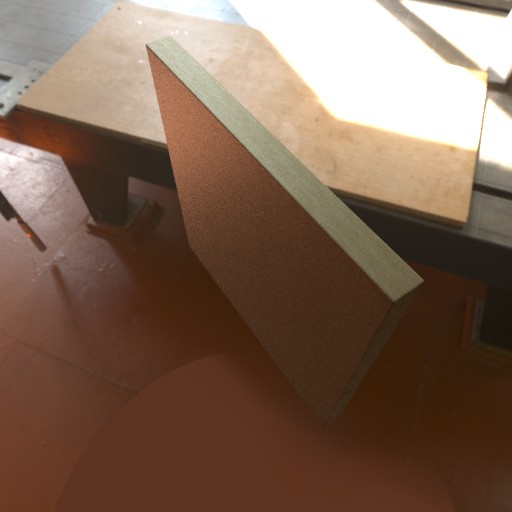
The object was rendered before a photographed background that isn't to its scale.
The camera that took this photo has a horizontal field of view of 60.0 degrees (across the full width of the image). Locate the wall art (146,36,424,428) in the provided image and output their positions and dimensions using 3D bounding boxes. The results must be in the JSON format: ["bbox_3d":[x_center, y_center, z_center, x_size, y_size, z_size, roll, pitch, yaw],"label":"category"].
[{"bbox_3d":[0.000,0.000,0.736,0.040,0.506,0.503,-30,61,-18],"label":"wall art"}]
